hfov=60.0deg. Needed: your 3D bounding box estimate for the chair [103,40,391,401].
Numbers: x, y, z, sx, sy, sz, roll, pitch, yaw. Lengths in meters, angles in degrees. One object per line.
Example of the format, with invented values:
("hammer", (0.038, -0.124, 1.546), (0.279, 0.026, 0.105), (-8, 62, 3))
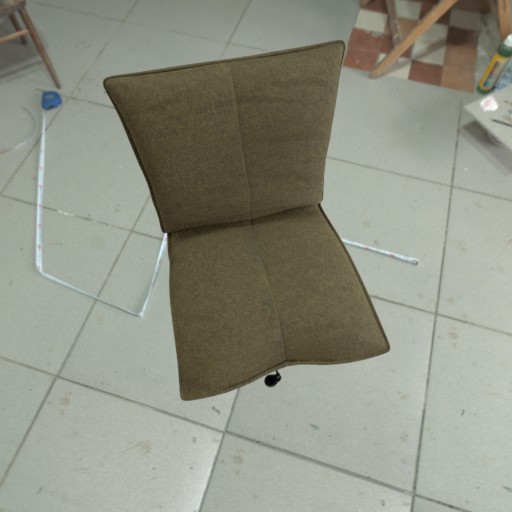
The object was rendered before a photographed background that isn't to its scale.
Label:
("chair", (0.000, 0.000, 1.261), (0.597, 0.811, 0.696), (-11, 62, -6))
